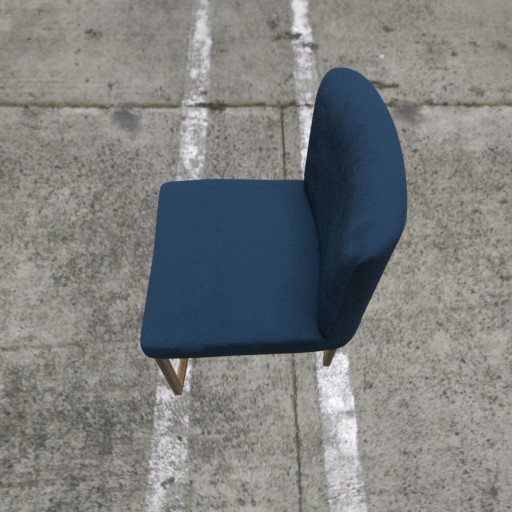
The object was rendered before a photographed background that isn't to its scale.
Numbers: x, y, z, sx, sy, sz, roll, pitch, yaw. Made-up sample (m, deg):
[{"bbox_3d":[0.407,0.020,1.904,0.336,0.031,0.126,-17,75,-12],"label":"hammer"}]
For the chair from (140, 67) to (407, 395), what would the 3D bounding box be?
[{"bbox_3d":[0.000,0.000,1.172,0.560,0.824,0.530,-1,57,-1],"label":"chair"}]
